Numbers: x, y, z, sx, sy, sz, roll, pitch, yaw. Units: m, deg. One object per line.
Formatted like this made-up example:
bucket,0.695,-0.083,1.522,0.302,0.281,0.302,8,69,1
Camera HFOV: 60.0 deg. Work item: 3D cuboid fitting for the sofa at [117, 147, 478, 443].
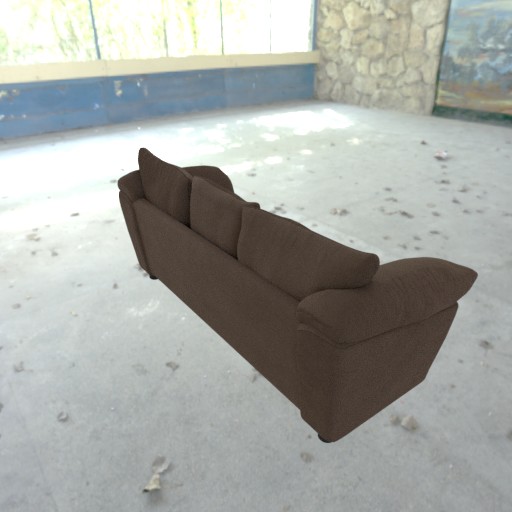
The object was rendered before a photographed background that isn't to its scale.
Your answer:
sofa,0.000,0.000,2.763,0.878,1.015,2.336,-19,33,-32
